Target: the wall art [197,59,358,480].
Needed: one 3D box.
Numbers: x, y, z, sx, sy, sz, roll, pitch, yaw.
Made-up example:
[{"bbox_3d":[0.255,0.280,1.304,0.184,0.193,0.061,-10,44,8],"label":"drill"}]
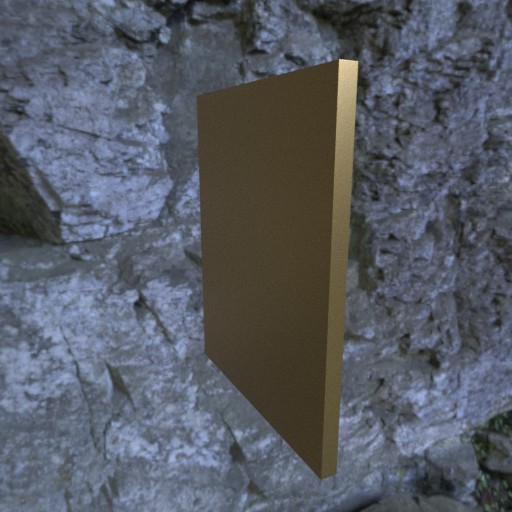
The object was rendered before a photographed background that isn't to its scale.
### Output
[{"bbox_3d":[0.000,0.000,1.040,0.038,0.762,0.610,-8,16,-27],"label":"wall art"}]
